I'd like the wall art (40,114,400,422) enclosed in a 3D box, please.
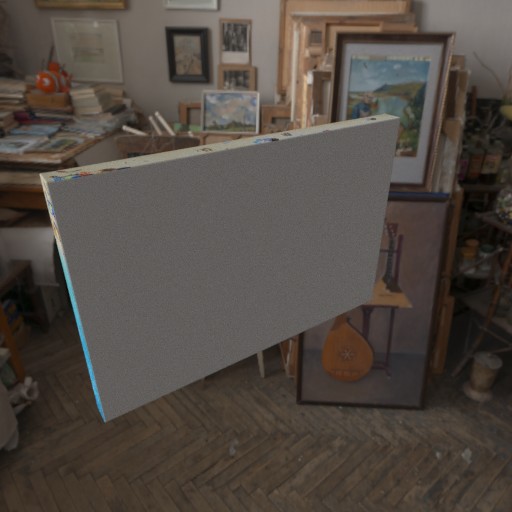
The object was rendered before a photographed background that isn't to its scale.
[{"bbox_3d":[0.000,0.000,0.773,0.609,0.406,0.039,-18,34,-29],"label":"wall art"}]
